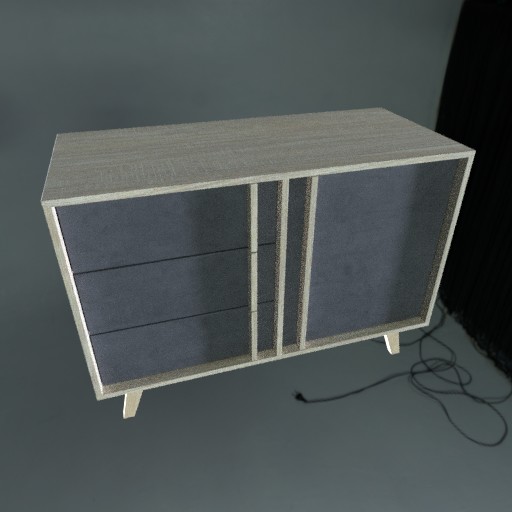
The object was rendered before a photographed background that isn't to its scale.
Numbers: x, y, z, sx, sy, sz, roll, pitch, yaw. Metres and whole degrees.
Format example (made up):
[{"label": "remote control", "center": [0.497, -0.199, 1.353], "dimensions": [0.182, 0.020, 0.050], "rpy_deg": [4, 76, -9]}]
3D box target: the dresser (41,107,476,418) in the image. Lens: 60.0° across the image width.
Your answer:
[{"label": "dresser", "center": [0.000, 0.000, 1.490], "dimensions": [1.110, 0.780, 0.500], "rpy_deg": [-9, 33, -14]}]
